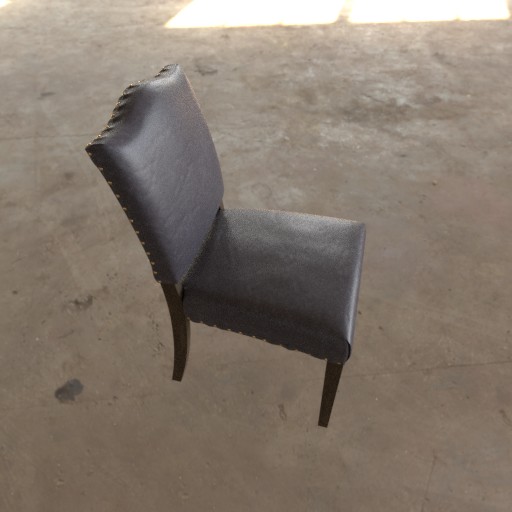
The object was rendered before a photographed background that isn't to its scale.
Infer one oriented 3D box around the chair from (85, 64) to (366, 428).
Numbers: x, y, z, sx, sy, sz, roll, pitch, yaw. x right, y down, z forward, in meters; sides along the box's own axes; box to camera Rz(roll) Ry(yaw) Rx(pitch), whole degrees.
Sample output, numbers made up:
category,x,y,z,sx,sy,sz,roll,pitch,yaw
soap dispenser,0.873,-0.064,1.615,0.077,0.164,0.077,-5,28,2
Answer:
category,x,y,z,sx,sy,sz,roll,pitch,yaw
chair,0.000,0.000,1.331,0.633,0.991,0.500,10,46,10
